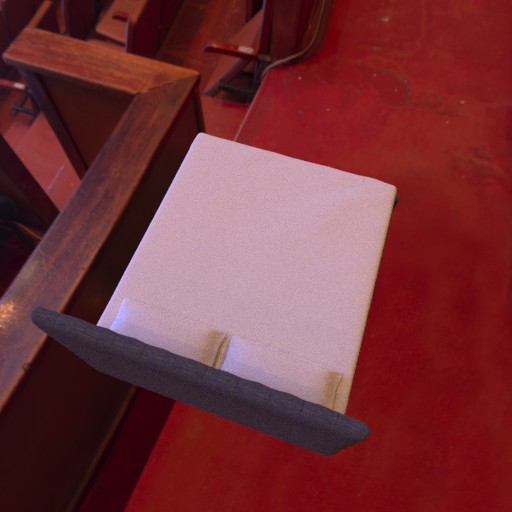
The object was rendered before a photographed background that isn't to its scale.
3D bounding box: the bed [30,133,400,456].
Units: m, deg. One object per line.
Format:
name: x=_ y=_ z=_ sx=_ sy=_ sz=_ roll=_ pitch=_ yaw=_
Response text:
bed: x=0.000 y=0.000 z=3.593 sx=2.078 sy=1.427 sz=2.387 roll=17 pitch=65 yaw=9
